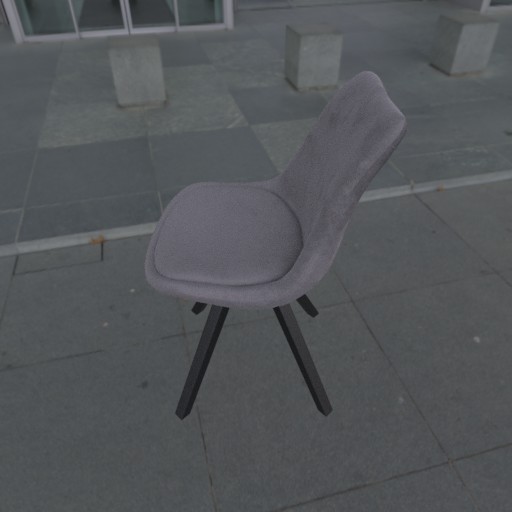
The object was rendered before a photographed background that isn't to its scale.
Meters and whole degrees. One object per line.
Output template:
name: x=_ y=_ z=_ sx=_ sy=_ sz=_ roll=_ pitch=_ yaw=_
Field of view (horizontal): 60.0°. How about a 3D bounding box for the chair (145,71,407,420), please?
chair: x=0.000 y=0.000 z=1.151 sx=0.550 sy=0.850 sz=0.485 roll=0 pitch=40 yaw=0
